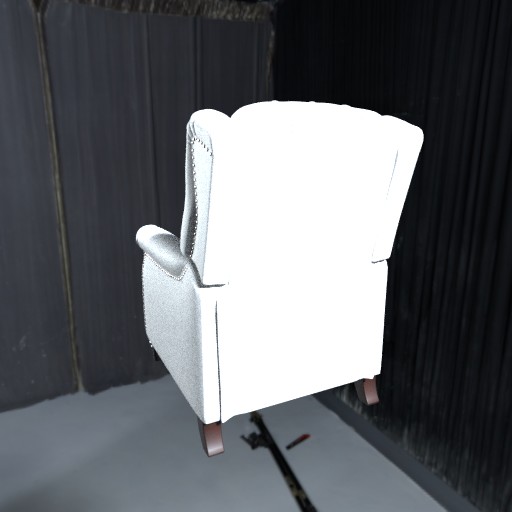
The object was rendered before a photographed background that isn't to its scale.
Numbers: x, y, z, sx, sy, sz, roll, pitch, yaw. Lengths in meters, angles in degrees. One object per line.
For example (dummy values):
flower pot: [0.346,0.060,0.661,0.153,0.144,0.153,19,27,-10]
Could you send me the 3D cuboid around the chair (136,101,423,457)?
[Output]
chair: [0.000,0.000,1.649,0.742,1.035,0.902,-7,16,-26]
